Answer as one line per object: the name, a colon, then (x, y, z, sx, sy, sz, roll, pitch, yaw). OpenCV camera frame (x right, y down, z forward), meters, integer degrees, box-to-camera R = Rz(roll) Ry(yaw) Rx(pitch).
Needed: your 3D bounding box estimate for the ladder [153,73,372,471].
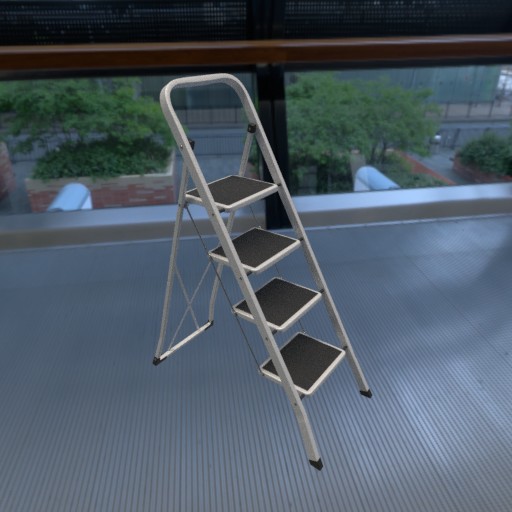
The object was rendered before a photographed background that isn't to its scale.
ladder: (0.000, 0.000, 1.705, 0.914, 1.265, 0.460, 19, 33, 32)
